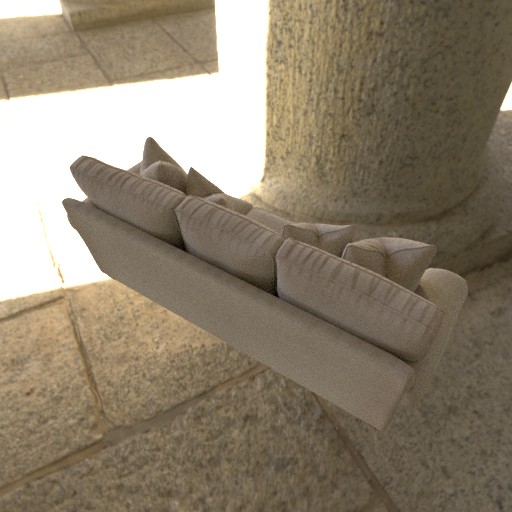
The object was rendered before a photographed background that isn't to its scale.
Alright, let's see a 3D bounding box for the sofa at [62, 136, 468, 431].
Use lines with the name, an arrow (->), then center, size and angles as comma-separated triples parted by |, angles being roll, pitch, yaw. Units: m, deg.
sofa -> 0.000, 0.000, 2.701 | 2.312, 0.975, 0.965 | 25, 51, 22
